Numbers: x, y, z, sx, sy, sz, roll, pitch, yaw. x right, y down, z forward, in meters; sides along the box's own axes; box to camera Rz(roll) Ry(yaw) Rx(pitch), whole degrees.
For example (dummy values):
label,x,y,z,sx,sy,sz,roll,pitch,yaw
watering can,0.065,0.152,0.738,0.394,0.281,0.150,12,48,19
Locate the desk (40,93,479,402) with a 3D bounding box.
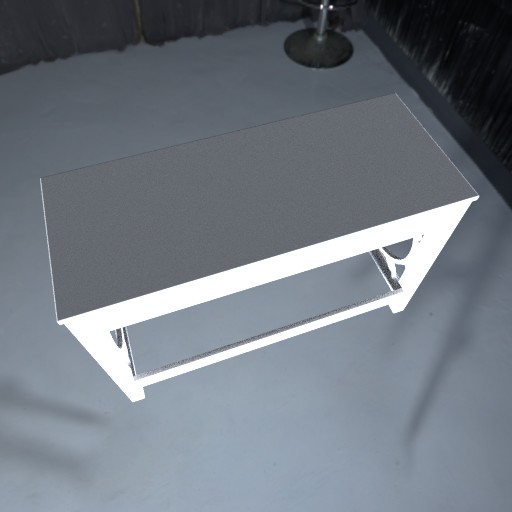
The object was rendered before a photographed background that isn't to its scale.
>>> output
label,x,y,z,sx,sy,sz,roll,pitch,yaw
desk,0.000,0.000,1.620,1.191,0.762,0.504,-16,59,-10
